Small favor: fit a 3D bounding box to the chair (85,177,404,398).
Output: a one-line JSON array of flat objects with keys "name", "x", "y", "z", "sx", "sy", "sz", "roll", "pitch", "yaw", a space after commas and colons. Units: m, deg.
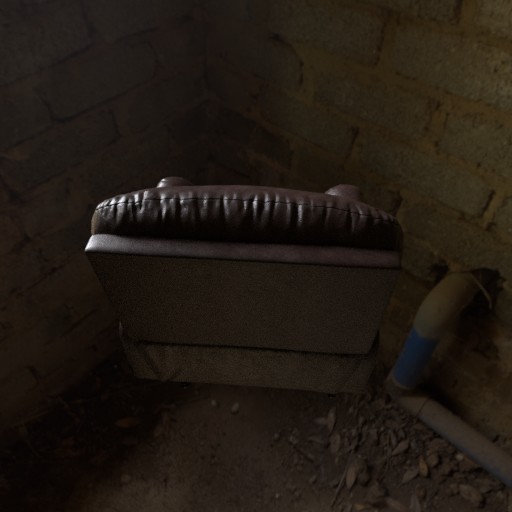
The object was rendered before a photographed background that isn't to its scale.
[{"name": "chair", "x": 0.000, "y": 0.000, "z": 1.694, "sx": 0.940, "sy": 1.041, "sz": 0.879, "roll": 3, "pitch": 47, "yaw": 3}]
